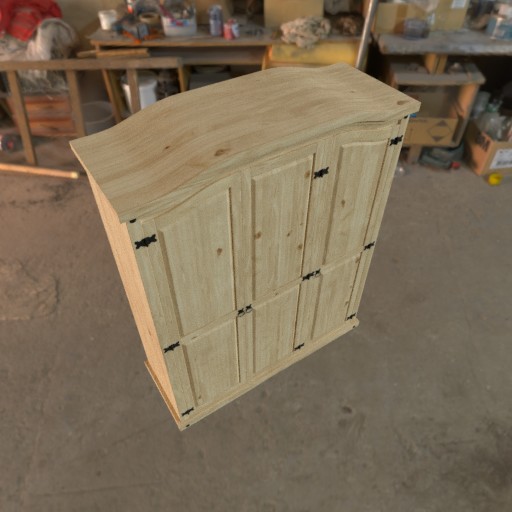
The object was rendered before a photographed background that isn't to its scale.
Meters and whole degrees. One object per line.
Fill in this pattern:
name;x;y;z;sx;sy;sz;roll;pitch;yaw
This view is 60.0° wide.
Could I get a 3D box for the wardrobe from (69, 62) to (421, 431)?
wardrobe;0.000;0.000;2.593;1.500;1.870;0.570;-25;51;-22
